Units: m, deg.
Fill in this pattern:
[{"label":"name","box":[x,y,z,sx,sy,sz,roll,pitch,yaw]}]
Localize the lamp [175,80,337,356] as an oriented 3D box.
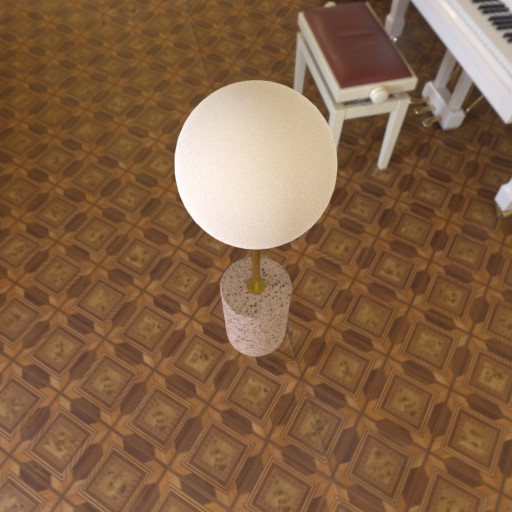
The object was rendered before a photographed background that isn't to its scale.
[{"label":"lamp","box":[0.000,0.000,0.562,0.153,0.480,0.153,0,59,0]}]
